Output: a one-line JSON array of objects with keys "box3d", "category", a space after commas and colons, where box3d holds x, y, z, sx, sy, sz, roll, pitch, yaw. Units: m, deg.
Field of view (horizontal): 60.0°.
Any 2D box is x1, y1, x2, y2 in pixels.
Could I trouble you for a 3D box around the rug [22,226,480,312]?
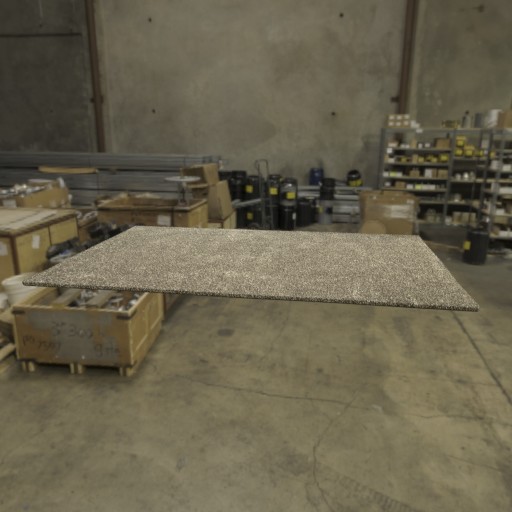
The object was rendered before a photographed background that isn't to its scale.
[{"box3d": [0.000, 0.000, 2.942, 2.350, 0.025, 1.502, 2, 16, 9], "category": "rug"}]
